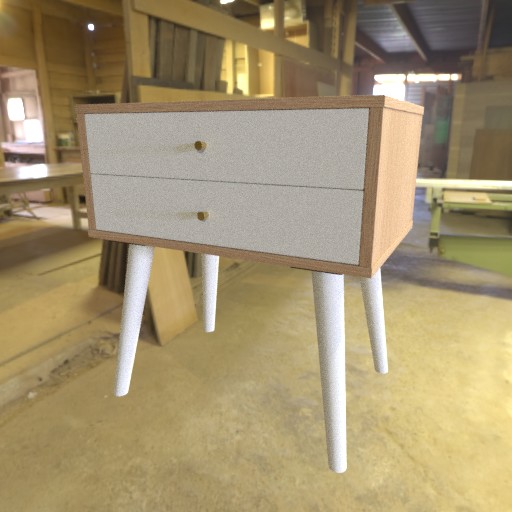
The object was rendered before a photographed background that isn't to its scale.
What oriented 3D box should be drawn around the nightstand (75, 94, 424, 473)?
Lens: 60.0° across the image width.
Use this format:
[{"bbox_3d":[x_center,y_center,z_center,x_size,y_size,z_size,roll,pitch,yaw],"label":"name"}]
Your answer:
[{"bbox_3d":[0.000,0.000,0.949,0.571,0.610,0.407,8,18,26],"label":"nightstand"}]
